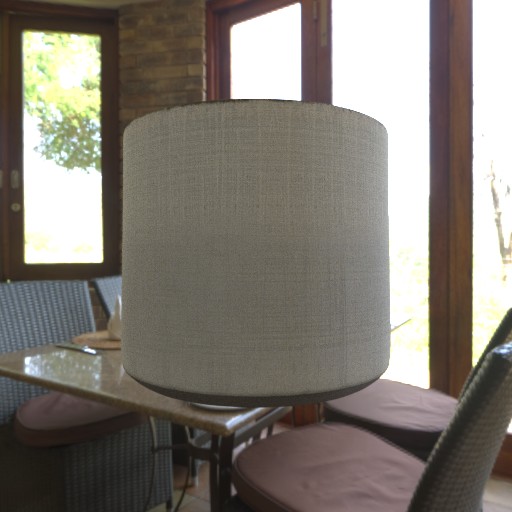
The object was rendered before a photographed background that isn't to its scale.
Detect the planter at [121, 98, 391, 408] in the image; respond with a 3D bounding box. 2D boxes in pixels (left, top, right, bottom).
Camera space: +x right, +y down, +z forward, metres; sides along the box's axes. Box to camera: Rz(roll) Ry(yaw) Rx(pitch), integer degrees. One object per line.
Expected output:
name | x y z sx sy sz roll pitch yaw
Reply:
planter | 0.000 0.000 0.387 0.226 0.201 0.226 0 0 0
